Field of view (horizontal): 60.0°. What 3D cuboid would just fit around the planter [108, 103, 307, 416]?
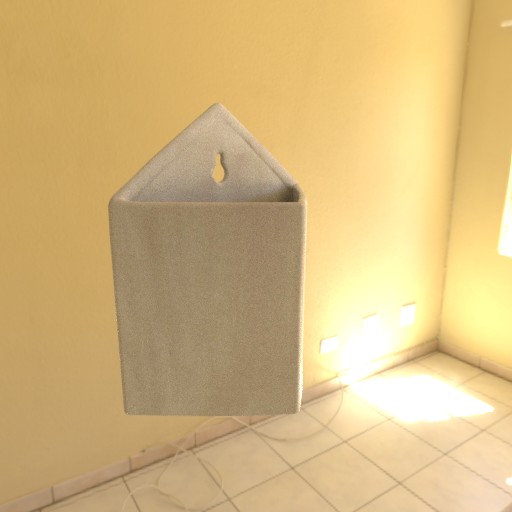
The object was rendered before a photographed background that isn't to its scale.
[{"bbox_3d":[0.000,0.000,0.288,0.163,0.194,0.080,-13,19,-42],"label":"planter"}]
